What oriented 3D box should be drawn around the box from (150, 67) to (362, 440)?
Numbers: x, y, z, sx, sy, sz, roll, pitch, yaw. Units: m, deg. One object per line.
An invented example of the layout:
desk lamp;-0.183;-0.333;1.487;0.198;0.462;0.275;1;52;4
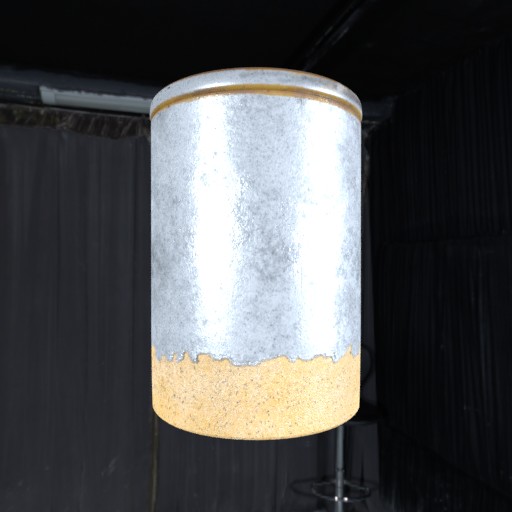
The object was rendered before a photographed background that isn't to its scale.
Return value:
box;0.000;0.000;0.252;0.118;0.168;0.118;0;-1;0
